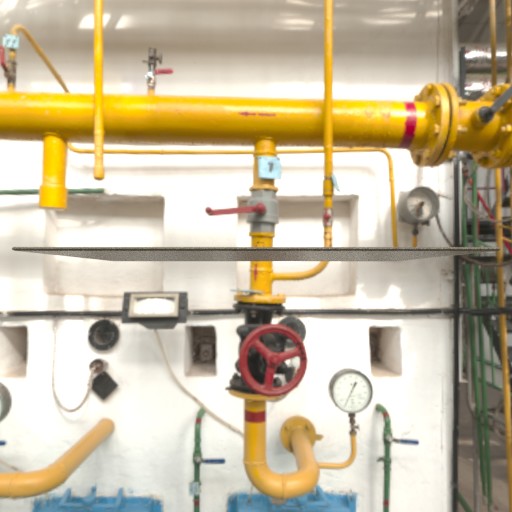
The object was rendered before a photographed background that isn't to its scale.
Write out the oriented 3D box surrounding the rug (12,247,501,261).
[{"bbox_3d":[0.000,0.000,2.146,1.748,0.014,1.144,0,-3,0],"label":"rug"}]
